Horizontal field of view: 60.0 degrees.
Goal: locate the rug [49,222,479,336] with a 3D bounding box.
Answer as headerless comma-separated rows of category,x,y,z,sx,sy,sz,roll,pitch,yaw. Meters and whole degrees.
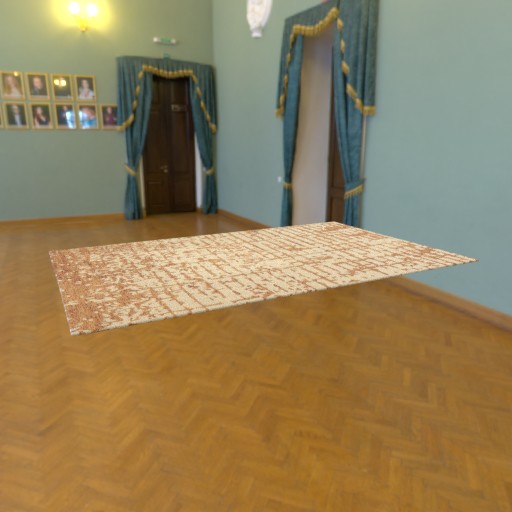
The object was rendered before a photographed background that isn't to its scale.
rug,0.000,0.000,2.948,2.435,0.011,1.517,-8,17,-26
